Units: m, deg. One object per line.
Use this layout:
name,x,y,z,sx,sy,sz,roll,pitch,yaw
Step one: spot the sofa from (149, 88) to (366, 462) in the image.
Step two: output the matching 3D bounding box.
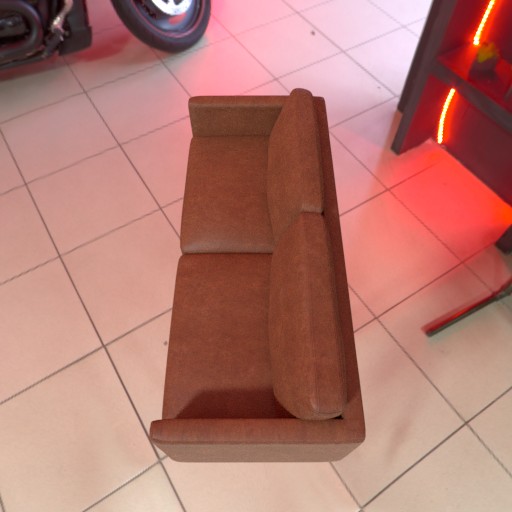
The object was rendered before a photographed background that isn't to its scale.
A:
sofa,0.000,0.000,2.673,0.950,0.932,2.204,0,59,0
